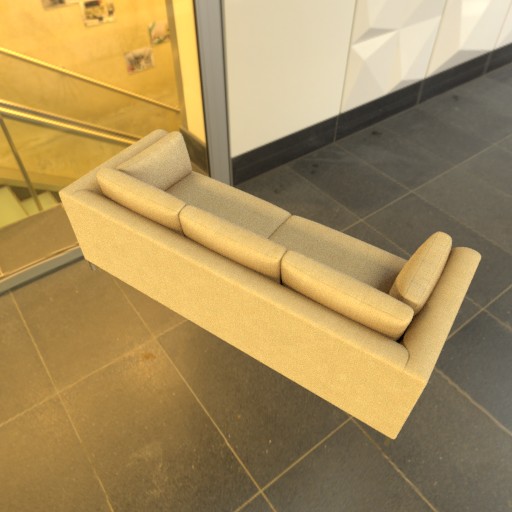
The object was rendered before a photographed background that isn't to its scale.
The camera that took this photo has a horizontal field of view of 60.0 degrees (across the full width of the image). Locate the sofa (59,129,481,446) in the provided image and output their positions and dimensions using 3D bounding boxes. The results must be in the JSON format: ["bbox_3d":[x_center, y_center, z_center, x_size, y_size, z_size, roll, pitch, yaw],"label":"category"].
[{"bbox_3d":[0.000,0.000,2.882,2.415,0.867,0.969,26,51,23],"label":"sofa"}]
